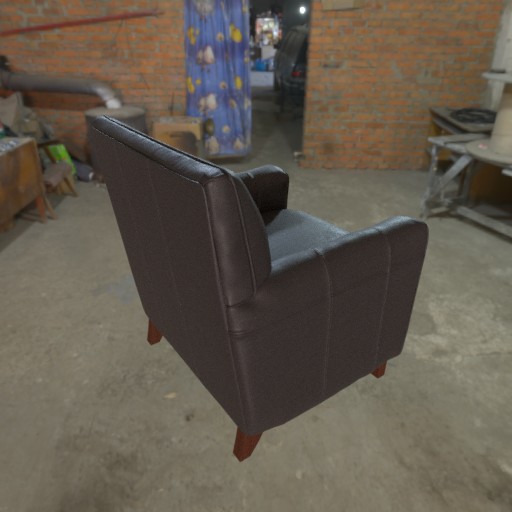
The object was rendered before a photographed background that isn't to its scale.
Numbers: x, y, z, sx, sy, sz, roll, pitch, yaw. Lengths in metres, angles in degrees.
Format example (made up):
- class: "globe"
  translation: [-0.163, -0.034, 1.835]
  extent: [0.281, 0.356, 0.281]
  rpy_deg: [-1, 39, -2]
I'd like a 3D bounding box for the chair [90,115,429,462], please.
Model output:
- class: "chair"
  translation: [0.000, 0.000, 1.597]
  extent: [0.825, 0.943, 0.870]
  rpy_deg: [-18, 32, -31]
